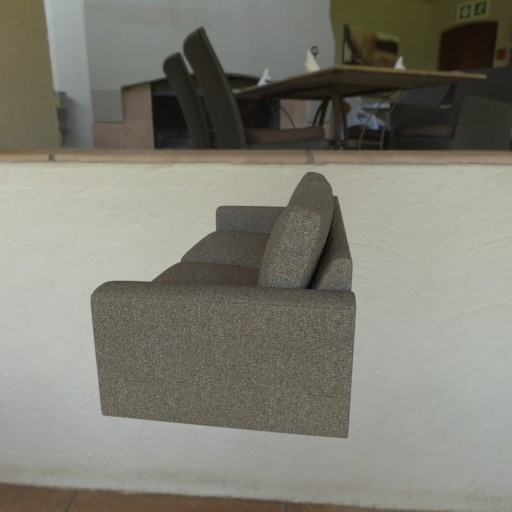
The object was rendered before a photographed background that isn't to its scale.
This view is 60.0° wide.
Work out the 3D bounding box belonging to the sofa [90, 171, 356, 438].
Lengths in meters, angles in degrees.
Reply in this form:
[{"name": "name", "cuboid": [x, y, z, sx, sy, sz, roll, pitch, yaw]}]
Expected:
[{"name": "sofa", "cuboid": [0.000, 0.000, 2.644, 1.016, 0.873, 2.179, 2, 15, 8]}]
